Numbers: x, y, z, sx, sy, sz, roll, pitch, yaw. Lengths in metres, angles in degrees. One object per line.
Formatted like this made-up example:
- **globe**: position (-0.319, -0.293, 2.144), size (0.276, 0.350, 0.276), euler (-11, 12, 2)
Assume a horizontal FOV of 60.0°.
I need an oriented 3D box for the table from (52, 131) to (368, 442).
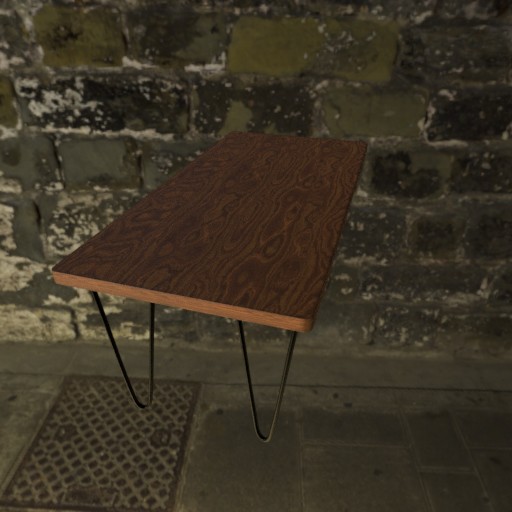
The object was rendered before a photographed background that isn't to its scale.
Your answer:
- **table**: position (0.000, 0.000, 2.277), size (0.883, 0.753, 1.791), euler (9, 32, 15)
